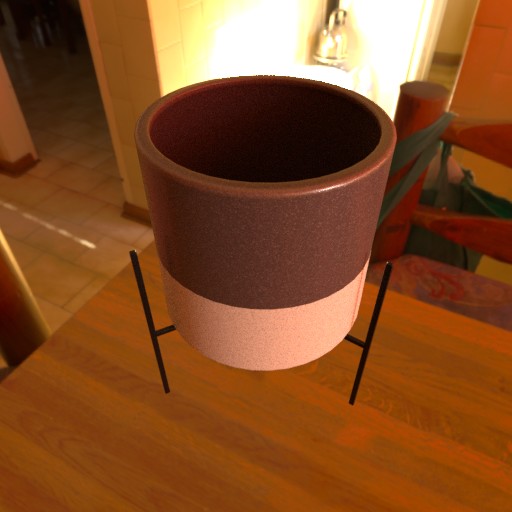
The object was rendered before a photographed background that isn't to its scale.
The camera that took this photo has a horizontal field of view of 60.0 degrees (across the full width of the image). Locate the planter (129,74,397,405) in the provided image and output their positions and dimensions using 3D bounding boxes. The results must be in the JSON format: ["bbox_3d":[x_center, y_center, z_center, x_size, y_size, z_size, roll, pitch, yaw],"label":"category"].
[{"bbox_3d":[0.000,0.000,0.526,0.250,0.353,0.260,-2,42,-2],"label":"planter"}]
